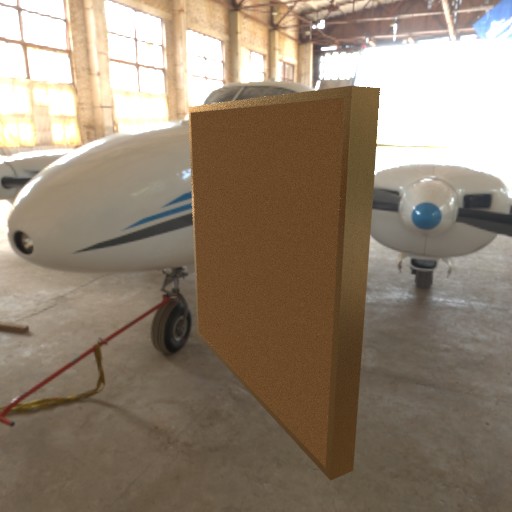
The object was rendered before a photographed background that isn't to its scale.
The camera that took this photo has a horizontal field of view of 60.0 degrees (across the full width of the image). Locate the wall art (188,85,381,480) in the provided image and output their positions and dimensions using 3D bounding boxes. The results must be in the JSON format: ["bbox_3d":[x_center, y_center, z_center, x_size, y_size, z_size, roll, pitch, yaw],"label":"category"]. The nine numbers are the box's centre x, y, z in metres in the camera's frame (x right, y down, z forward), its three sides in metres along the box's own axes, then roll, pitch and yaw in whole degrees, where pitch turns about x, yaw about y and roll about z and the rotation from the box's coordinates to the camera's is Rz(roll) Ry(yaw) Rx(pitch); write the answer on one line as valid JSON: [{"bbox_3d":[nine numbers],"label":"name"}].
[{"bbox_3d":[0.000,0.000,0.764,0.040,0.509,0.509,-8,18,-27],"label":"wall art"}]
